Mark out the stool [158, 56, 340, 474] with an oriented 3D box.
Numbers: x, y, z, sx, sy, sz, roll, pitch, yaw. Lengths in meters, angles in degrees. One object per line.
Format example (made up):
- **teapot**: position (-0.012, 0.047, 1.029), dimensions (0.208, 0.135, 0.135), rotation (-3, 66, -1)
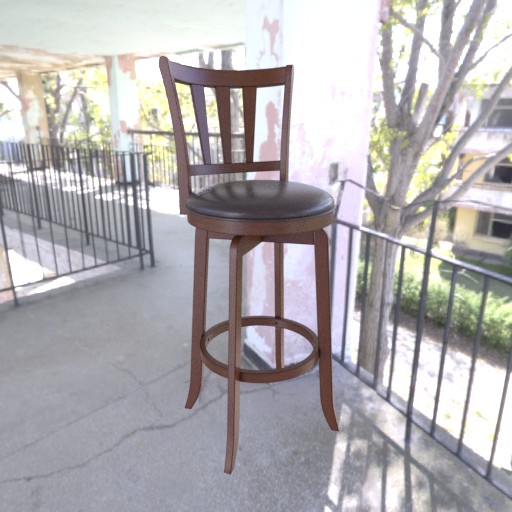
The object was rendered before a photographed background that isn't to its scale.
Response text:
- **stool**: position (0.000, 0.000, 1.411), dimensions (0.464, 1.177, 0.503), rotation (-9, 19, -27)
